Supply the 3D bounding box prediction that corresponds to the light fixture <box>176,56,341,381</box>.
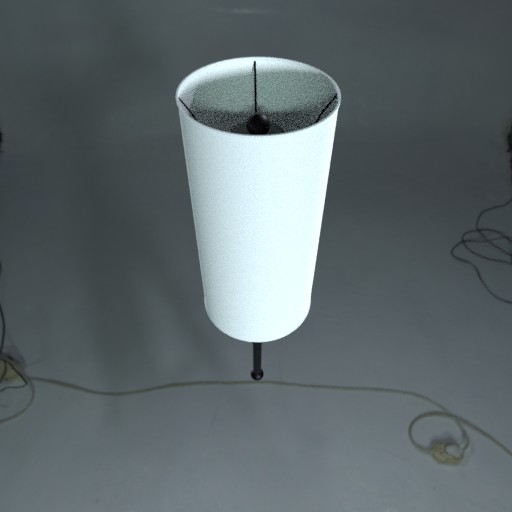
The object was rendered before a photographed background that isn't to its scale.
[{"bbox_3d":[0.000,0.000,0.541,0.128,0.462,0.208,-2,47,-2],"label":"light fixture"}]
